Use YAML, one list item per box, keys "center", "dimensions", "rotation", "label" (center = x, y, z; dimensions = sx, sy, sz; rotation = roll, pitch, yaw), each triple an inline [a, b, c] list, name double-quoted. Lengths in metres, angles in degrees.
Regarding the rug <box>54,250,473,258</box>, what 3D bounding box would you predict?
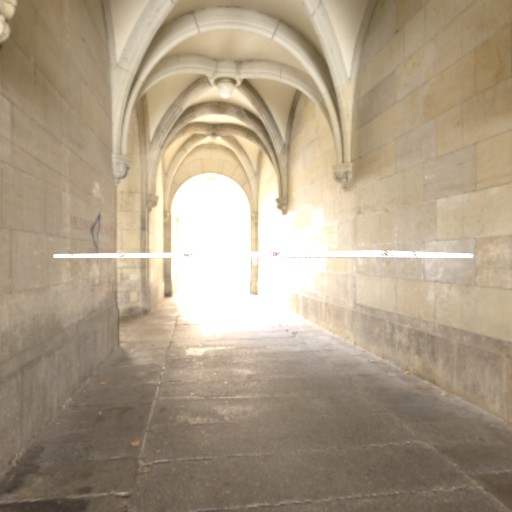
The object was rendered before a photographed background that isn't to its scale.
- center: [0.000, 0.000, 3.434]
  dimensions: [2.743, 0.030, 1.778]
  rotation: [0, 0, 37]
  label: "rug"
